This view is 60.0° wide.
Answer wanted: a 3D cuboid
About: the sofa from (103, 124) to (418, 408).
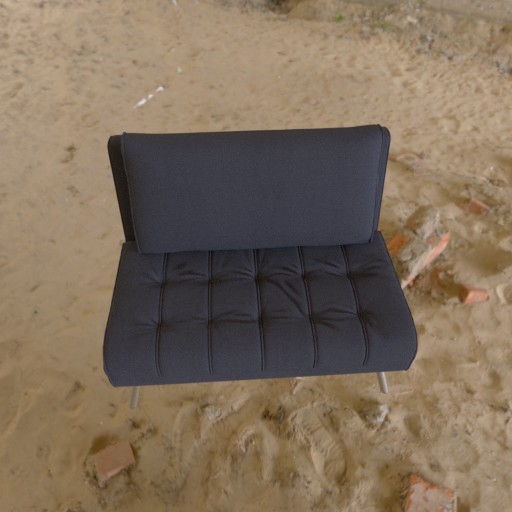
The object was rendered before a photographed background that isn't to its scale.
[{"bbox_3d":[0.000,0.000,1.896,1.220,0.910,0.910,-3,48,-2],"label":"sofa"}]
